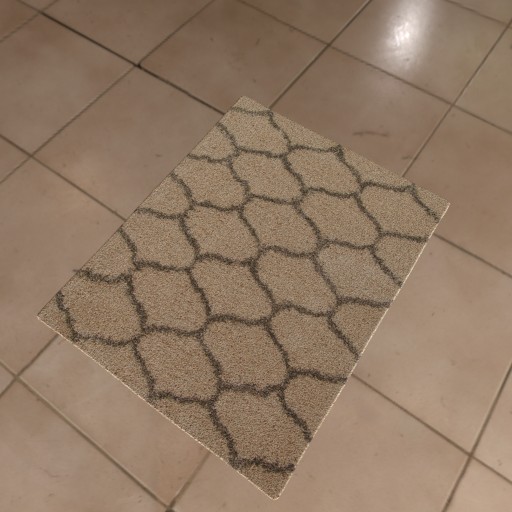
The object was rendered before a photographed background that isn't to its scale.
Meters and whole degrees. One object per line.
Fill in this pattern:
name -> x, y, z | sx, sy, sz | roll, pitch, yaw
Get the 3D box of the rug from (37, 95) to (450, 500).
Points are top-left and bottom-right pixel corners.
rug -> 0.000, 0.000, 3.930 | 2.399, 0.026, 3.000 | 32, 68, 14
